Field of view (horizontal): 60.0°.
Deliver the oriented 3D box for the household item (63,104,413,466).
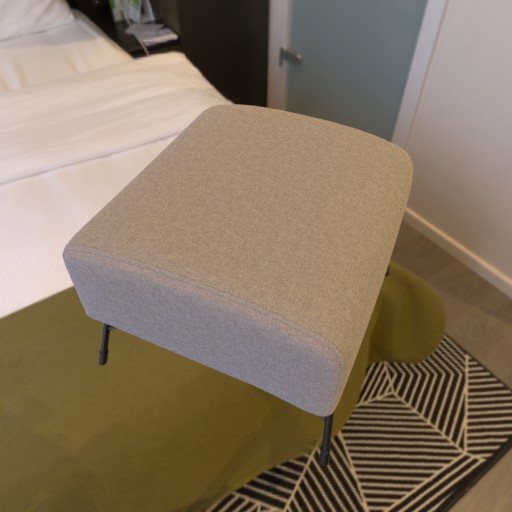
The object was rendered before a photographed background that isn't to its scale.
[{"bbox_3d":[0.000,0.000,0.916,0.530,0.410,0.530,18,50,16],"label":"household item"}]
